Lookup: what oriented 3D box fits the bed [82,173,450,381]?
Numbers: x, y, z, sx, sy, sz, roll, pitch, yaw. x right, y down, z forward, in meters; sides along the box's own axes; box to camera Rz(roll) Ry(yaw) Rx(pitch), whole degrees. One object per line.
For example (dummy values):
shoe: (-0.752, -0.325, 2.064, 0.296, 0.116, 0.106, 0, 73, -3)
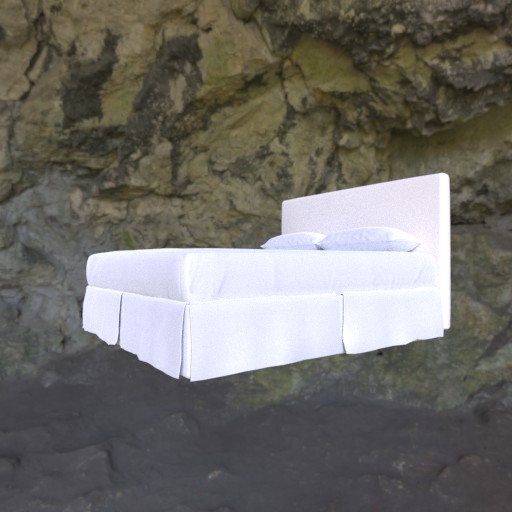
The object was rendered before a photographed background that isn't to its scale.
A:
bed: (0.000, 0.000, 3.671, 2.341, 1.317, 2.119, 0, -1, -35)
